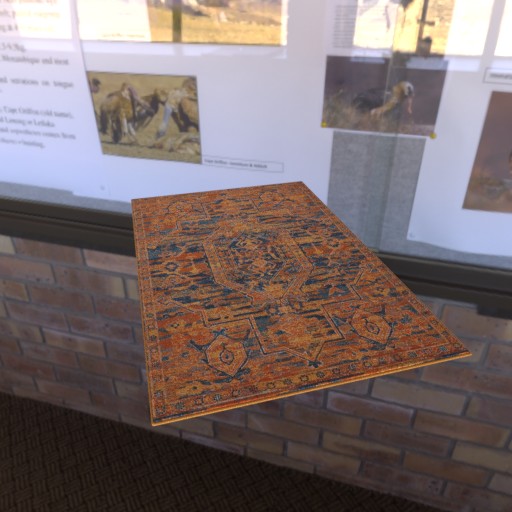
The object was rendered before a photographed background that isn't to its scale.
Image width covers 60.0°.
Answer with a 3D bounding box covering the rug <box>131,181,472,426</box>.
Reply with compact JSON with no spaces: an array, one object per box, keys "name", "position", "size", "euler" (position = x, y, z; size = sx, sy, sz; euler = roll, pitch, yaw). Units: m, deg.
[{"name":"rug","position":[0.000,0.000,2.203],"size":[1.148,0.013,1.758],"euler":[-8,32,-13]}]
